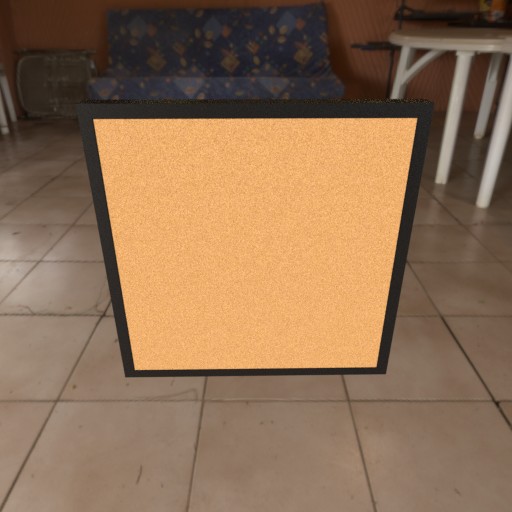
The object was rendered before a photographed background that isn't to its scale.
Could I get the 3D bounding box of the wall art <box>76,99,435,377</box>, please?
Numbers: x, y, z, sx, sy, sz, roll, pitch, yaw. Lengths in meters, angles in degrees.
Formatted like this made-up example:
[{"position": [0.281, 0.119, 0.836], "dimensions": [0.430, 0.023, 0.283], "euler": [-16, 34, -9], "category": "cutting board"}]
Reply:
[{"position": [0.000, 0.000, 0.758], "dimensions": [0.506, 0.506, 0.038], "euler": [0, 28, -1], "category": "wall art"}]
